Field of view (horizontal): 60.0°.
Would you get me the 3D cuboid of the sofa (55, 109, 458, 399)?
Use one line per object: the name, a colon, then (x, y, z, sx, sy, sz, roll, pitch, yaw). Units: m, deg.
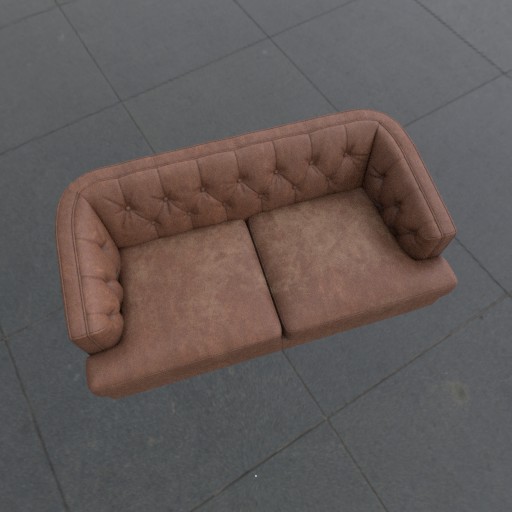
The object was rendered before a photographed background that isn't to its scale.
sofa: (0.000, 0.000, 2.234, 1.755, 0.786, 0.914, -15, 65, -7)
